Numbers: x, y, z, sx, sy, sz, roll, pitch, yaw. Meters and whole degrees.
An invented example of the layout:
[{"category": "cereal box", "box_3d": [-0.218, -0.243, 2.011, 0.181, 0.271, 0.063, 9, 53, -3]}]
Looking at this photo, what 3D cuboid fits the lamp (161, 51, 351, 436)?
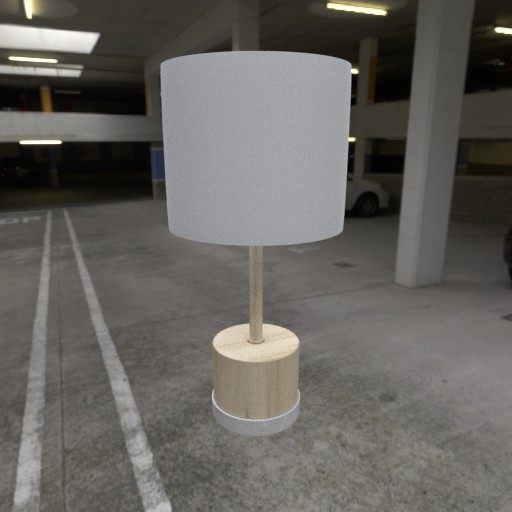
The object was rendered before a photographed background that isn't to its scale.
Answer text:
[{"category": "lamp", "box_3d": [0.000, 0.000, 0.598, 0.229, 0.470, 0.229, -7, 16, -24]}]
